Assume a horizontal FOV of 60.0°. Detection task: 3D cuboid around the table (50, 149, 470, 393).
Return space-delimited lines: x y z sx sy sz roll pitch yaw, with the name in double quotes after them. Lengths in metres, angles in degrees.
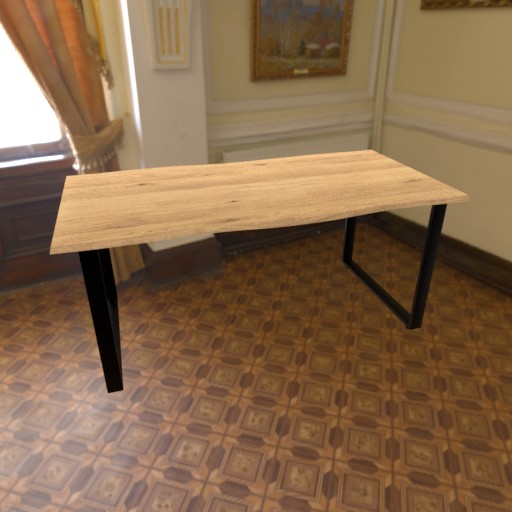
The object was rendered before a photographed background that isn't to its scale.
0.000 0.000 2.341 1.800 0.780 0.900 -8 29 -15 "table"
